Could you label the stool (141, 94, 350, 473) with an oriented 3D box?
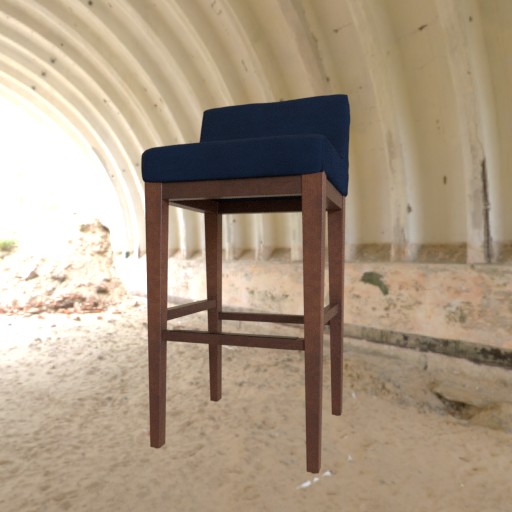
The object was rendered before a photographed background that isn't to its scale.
[{"bbox_3d":[0.000,0.000,1.333,0.511,1.037,0.500,0,1,18],"label":"stool"}]
